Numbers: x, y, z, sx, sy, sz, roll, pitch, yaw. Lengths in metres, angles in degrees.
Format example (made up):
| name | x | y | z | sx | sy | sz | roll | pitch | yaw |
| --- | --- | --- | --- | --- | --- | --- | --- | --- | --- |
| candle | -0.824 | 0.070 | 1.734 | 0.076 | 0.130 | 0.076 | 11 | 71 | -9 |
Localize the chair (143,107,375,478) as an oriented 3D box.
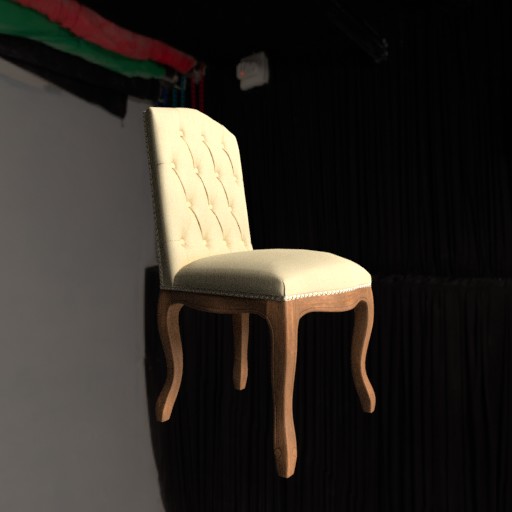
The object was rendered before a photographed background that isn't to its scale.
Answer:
| name | x | y | z | sx | sy | sz | roll | pitch | yaw |
| --- | --- | --- | --- | --- | --- | --- | --- | --- | --- |
| chair | 0.000 | 0.000 | 1.603 | 0.715 | 1.165 | 0.623 | 0 | 1 | 36 |
